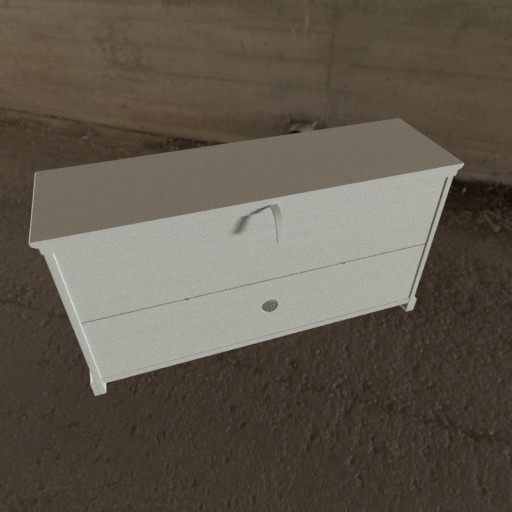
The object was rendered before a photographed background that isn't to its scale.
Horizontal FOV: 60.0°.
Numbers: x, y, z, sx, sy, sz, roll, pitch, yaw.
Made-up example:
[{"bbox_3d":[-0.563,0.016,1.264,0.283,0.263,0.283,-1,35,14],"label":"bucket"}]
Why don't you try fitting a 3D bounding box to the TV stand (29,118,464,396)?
[{"bbox_3d":[0.000,0.000,1.456,1.187,0.624,0.424,-12,42,-14],"label":"TV stand"}]
